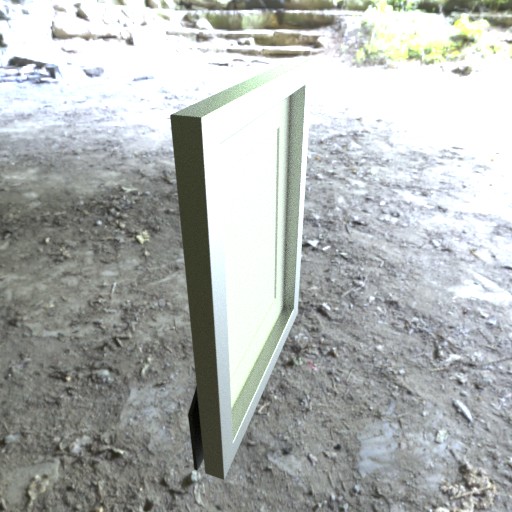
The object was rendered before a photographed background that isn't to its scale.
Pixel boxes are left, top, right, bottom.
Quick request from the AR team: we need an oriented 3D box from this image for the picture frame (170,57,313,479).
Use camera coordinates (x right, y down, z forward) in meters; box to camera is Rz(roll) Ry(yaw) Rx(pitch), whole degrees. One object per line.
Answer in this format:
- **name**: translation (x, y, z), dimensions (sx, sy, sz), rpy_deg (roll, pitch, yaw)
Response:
- **picture frame**: translation (0.000, 0.000, 0.511), dimensions (0.036, 0.386, 0.307), rpy_deg (10, 32, 17)
